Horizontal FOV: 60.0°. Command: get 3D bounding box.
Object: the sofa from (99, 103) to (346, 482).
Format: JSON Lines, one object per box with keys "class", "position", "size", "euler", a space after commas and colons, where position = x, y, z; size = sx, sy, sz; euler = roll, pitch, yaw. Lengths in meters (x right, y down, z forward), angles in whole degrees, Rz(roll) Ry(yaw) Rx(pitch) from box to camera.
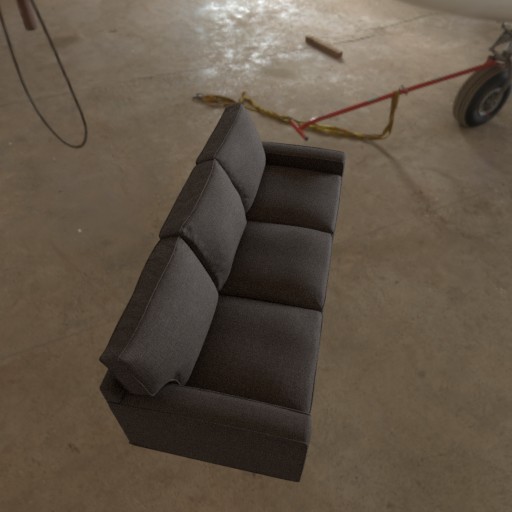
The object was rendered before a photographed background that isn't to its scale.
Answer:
{"class": "sofa", "position": [0.000, 0.000, 2.921], "size": [1.004, 0.978, 2.369], "euler": [9, 48, 8]}
